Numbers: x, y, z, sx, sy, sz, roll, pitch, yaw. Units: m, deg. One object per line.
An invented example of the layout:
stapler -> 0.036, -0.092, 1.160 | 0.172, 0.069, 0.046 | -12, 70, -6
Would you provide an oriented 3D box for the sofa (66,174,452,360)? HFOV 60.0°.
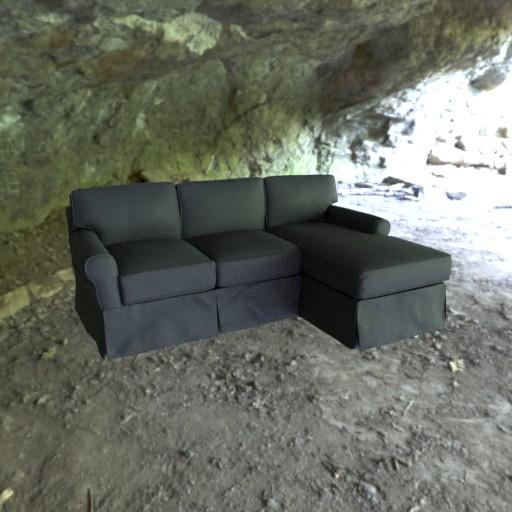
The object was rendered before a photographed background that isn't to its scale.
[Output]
sofa -> 0.000, 0.000, 3.362 | 2.518, 1.039, 1.637 | -8, 18, -26
